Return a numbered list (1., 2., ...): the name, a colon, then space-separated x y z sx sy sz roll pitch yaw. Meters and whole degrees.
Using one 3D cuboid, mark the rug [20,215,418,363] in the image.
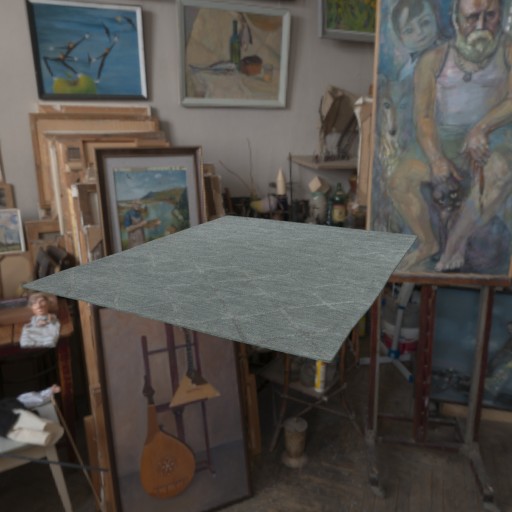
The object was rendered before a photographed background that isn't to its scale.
1. rug: 0.000 0.000 4.069 2.438 0.013 3.048 8 18 26
